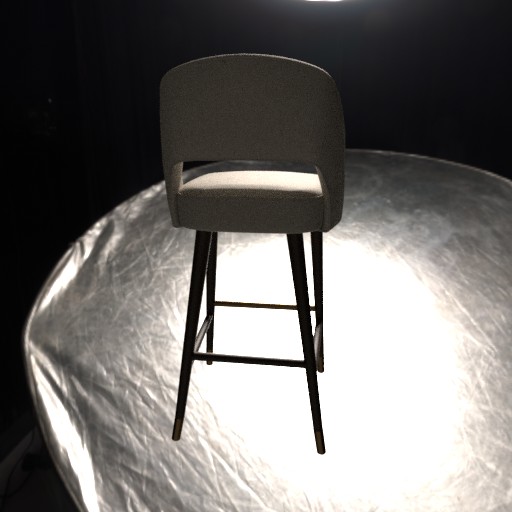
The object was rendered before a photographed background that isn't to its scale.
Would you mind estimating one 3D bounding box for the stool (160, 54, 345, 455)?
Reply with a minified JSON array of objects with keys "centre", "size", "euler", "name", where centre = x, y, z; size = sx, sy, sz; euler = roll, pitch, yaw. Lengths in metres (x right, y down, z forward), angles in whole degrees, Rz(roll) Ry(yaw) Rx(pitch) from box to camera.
[{"centre":[0.000,0.000,1.318],"size":[0.494,1.037,0.509],"euler":[2,17,7],"name":"stool"}]
